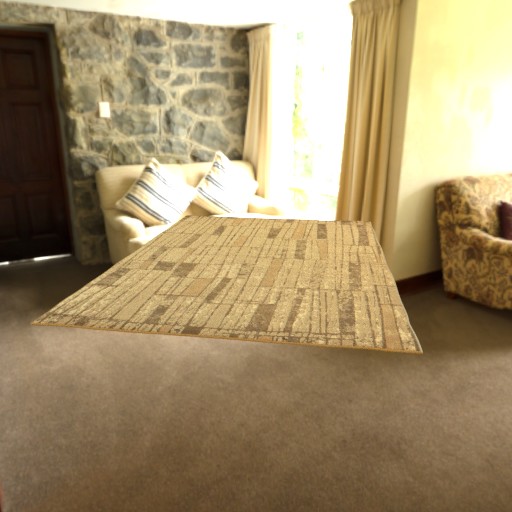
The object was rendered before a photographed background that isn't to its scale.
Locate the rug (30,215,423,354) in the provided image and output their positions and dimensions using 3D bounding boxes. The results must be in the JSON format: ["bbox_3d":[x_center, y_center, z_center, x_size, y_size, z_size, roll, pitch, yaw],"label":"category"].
[{"bbox_3d":[0.000,0.000,4.267,2.449,0.019,3.357,3,18,8],"label":"rug"}]
